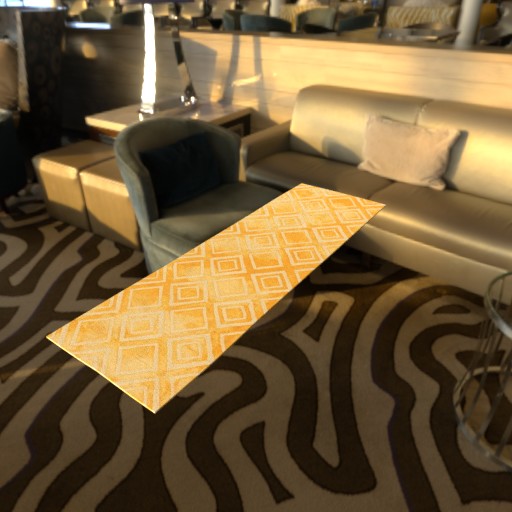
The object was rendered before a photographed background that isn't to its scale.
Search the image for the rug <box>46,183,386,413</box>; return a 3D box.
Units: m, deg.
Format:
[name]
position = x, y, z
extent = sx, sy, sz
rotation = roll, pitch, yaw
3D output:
[rug]
position = 0.000, 0.000, 2.804
extent = 0.775, 0.010, 2.438
rotation = 20, 37, 30
